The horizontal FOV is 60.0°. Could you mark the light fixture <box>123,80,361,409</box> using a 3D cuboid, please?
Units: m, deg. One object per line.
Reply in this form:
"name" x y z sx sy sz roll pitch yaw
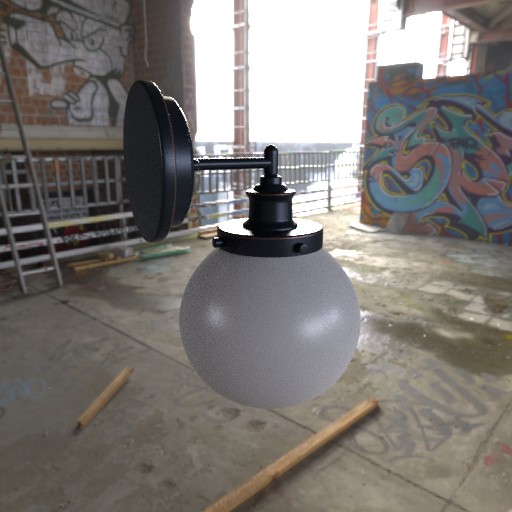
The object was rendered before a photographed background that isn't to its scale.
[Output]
"light fixture" 0.000 0.000 0.466 0.230 0.332 0.197 -7 16 -27
